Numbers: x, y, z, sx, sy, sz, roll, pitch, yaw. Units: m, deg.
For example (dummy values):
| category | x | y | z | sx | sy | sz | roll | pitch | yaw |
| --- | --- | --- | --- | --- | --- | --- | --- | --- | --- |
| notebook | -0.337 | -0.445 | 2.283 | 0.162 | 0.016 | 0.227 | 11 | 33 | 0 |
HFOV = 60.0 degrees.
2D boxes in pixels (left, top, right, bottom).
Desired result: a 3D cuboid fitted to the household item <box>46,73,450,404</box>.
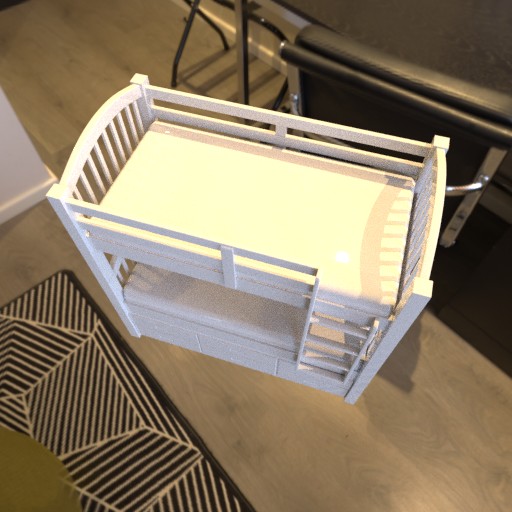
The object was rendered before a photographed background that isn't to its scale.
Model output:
| category | x | y | z | sx | sy | sz | roll | pitch | yaw |
| --- | --- | --- | --- | --- | --- | --- | --- | --- | --- |
| household item | 0.000 | 0.000 | 3.256 | 2.032 | 2.032 | 1.143 | 15 | 59 | 9 |
